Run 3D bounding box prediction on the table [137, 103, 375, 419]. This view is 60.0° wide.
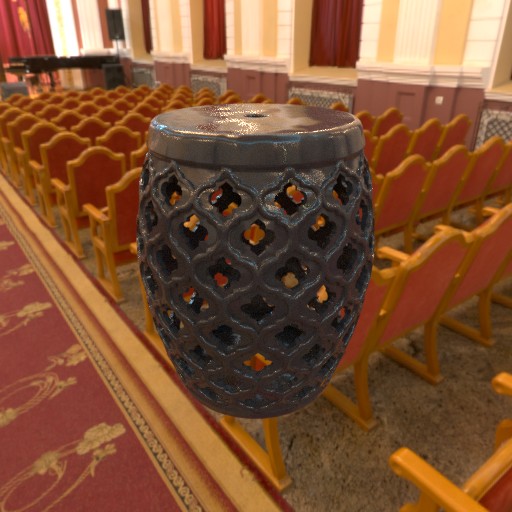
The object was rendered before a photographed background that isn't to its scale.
[{"bbox_3d":[0.000,0.000,0.636,0.325,0.388,0.325,0,26,0],"label":"table"}]
